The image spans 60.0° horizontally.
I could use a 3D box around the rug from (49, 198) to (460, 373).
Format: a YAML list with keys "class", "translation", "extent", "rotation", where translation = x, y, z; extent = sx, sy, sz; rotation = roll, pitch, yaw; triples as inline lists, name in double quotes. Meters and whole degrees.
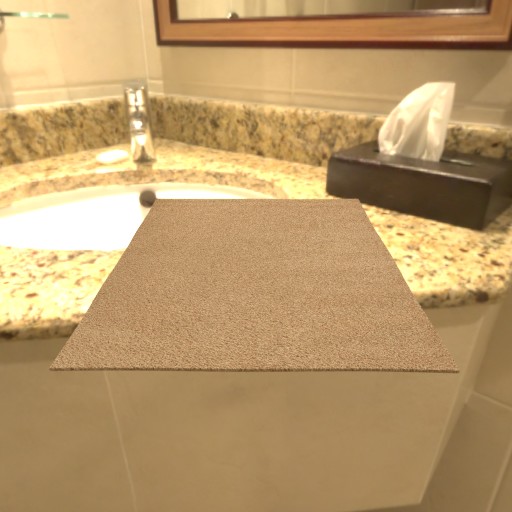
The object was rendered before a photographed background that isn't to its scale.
- class: "rug"
  translation: [0.000, 0.000, 3.932]
  extent: [2.400, 0.026, 3.000]
  rotation: [0, 27, 0]
